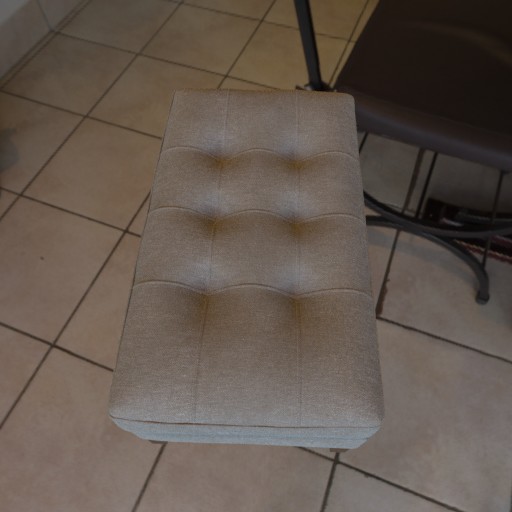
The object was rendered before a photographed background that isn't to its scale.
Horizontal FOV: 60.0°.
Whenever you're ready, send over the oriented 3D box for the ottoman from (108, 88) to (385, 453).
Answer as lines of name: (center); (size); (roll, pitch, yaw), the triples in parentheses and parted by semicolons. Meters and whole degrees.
ottoman: (0.000, 0.000, 1.433); (0.648, 0.514, 1.143); (2, 59, 1)
